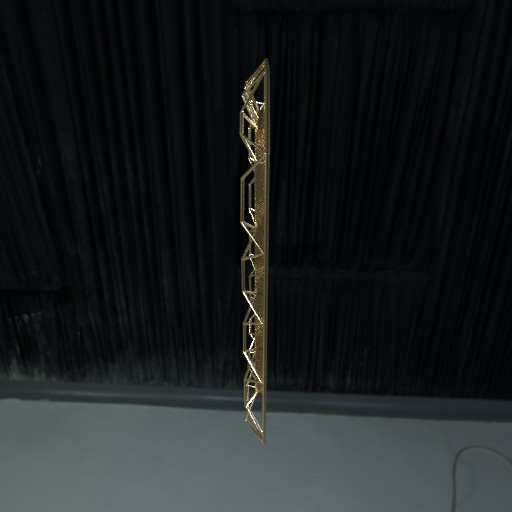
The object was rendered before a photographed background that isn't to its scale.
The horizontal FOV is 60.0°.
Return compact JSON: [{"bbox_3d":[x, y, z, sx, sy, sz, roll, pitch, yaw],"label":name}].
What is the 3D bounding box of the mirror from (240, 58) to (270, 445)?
[{"bbox_3d":[0.000,0.000,1.084,0.051,0.870,0.572,0,27,1],"label":"mirror"}]
